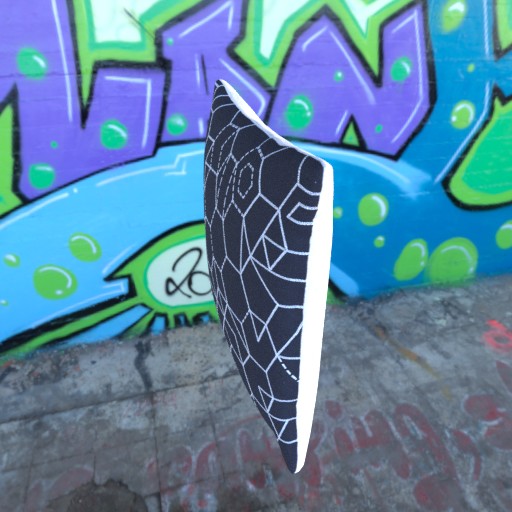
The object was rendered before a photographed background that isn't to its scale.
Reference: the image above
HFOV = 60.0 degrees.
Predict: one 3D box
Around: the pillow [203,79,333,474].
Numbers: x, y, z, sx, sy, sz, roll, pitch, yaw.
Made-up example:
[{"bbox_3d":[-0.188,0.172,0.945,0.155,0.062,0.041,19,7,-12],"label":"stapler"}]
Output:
[{"bbox_3d":[0.000,0.000,0.779,0.158,0.508,0.517,-8,32,-14],"label":"pillow"}]
